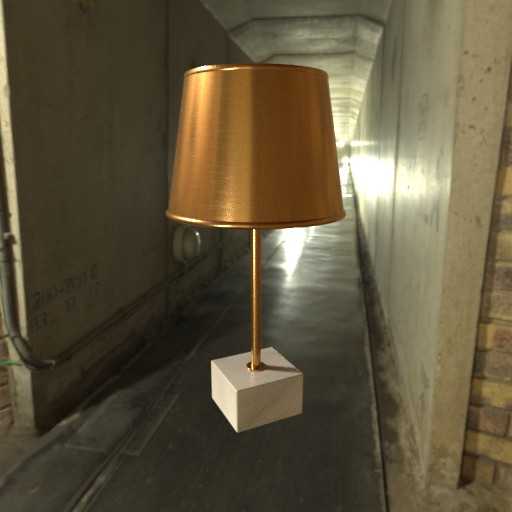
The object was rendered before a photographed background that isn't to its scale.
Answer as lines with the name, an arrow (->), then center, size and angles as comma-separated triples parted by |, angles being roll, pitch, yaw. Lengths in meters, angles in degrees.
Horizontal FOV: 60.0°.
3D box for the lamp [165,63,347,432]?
lamp -> 0.000, 0.000, 0.534 | 0.208, 0.406, 0.208 | 0, 14, 0
